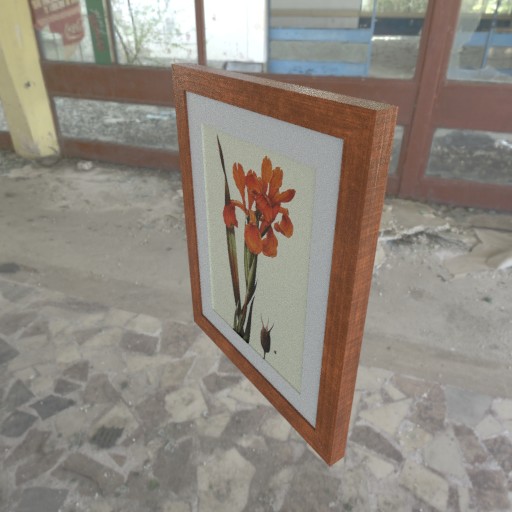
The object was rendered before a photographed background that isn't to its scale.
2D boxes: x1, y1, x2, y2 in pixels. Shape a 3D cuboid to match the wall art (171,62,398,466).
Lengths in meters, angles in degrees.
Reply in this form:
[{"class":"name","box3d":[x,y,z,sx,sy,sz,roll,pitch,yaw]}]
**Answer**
[{"class":"wall art","box3d":[0.000,0.000,0.759,0.033,0.567,0.467,-19,35,-30]}]
